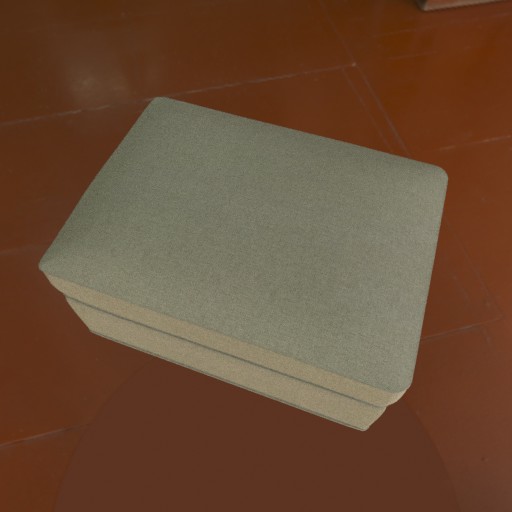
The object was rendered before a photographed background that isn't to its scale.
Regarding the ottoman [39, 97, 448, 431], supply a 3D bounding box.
[{"bbox_3d":[0.000,0.000,1.225,0.843,0.504,0.619,17,61,10],"label":"ottoman"}]
